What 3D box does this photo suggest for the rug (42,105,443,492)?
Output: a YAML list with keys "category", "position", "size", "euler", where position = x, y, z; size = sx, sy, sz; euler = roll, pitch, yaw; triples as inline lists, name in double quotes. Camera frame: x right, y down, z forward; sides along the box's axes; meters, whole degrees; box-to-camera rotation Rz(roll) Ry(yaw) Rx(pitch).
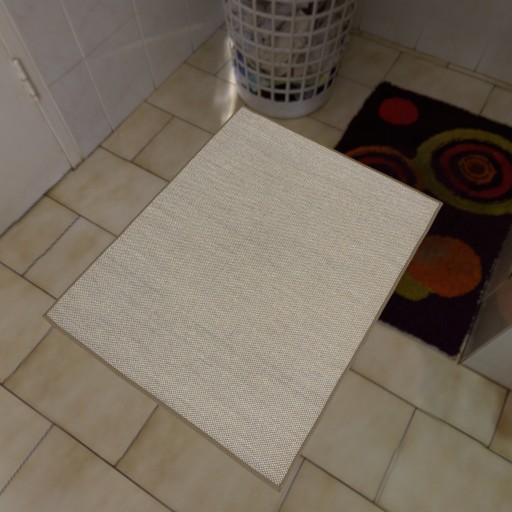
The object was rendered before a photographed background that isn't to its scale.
- category: "rug"
  position: [0.000, 0.000, 4.066]
  size: [2.413, 0.020, 3.041]
  euler: [30, 66, 15]
